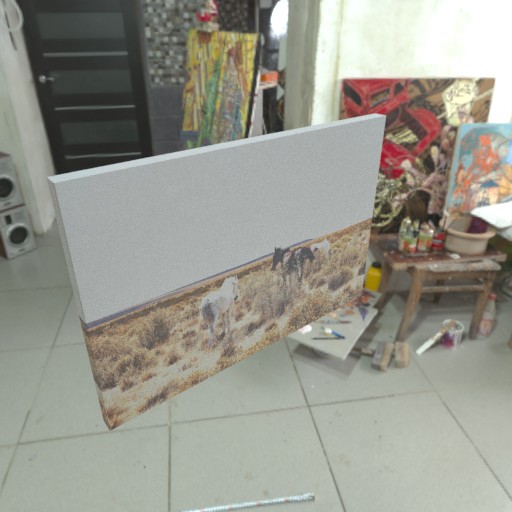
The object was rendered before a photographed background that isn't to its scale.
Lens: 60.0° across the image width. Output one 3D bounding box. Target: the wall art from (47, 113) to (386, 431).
[{"bbox_3d":[0.000,0.000,1.449,1.138,0.761,0.051,-21,35,-33],"label":"wall art"}]
